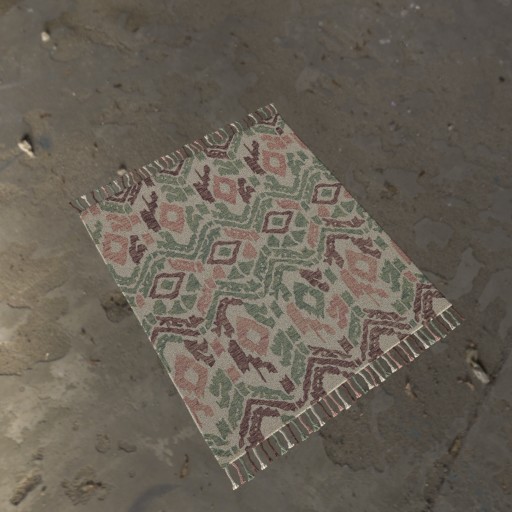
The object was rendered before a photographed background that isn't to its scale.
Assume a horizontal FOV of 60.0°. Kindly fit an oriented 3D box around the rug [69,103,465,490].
[{"bbox_3d":[0.000,0.000,4.101,2.438,0.010,3.048,-30,67,-15],"label":"rug"}]
